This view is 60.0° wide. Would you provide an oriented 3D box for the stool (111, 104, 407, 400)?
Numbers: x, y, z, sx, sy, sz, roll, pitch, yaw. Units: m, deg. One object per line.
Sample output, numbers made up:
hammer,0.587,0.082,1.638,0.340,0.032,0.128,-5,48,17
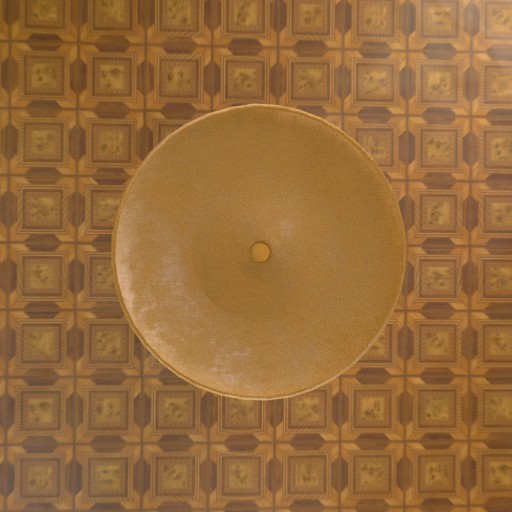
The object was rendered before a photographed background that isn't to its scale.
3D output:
stool,0.000,0.000,0.915,0.472,0.595,0.438,0,90,-2
